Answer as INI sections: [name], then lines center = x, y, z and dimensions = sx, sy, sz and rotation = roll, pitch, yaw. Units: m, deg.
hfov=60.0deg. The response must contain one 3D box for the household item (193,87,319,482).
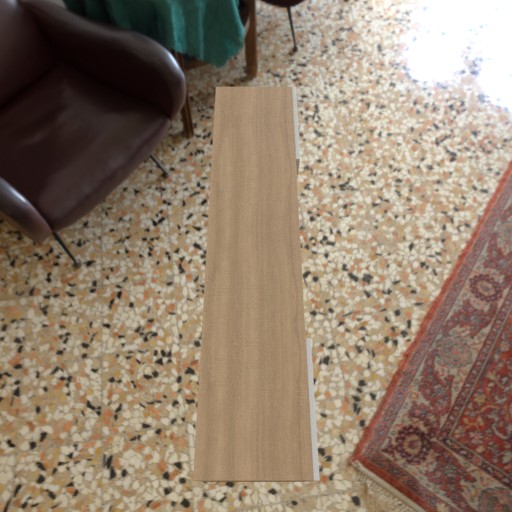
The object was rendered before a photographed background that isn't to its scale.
[household item]
center = 0.000, 0.000, 2.041
dimensions = 0.420, 0.310, 1.850
rotation = 0, 62, 0
